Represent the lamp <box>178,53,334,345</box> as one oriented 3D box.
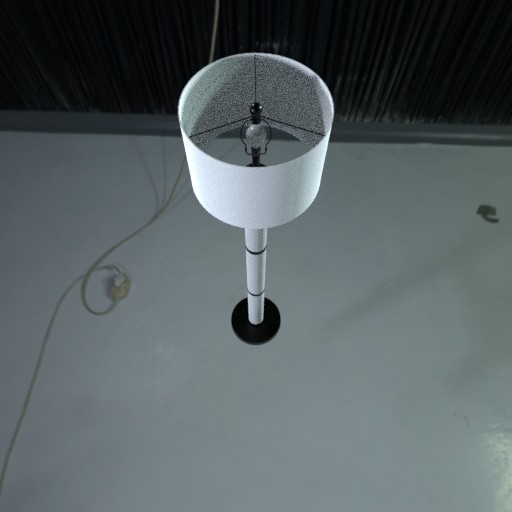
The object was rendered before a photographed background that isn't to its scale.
[{"bbox_3d":[0.000,0.000,1.772,0.377,1.599,0.377,-1,63,0],"label":"lamp"}]
